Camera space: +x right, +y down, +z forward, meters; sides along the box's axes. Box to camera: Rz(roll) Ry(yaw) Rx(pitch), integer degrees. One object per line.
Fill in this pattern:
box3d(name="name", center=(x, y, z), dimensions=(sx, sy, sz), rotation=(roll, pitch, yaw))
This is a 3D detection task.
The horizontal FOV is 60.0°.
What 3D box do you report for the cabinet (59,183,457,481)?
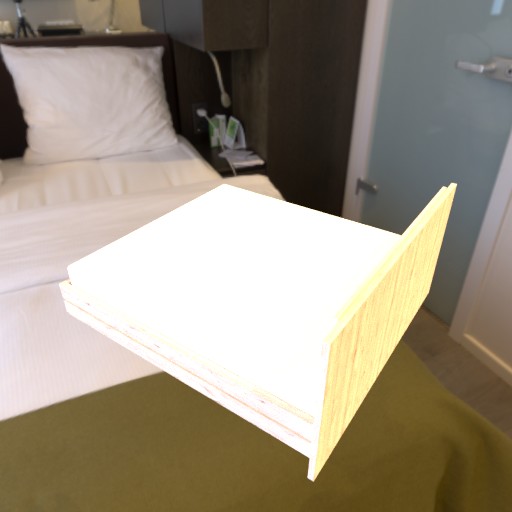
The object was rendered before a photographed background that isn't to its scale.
box3d(name="cabinet", center=(0.000, 0.000, 3.191), dimensions=(2.080, 0.970, 1.950), rotation=(20, 38, 29))
